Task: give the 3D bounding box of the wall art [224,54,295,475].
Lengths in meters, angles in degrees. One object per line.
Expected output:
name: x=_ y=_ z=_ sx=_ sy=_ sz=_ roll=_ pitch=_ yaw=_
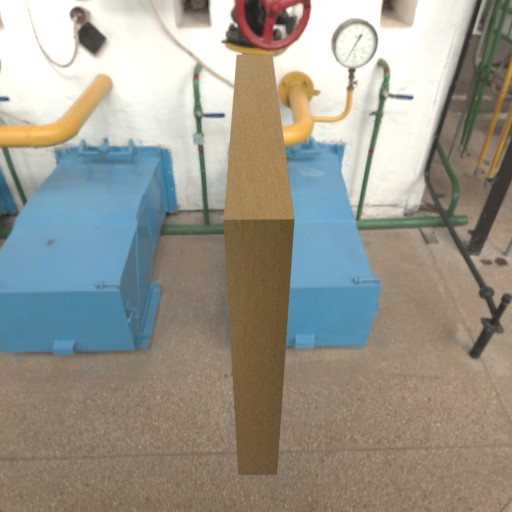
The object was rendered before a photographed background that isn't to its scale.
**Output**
wall art: x=0.000 y=0.000 z=0.453 sx=0.038 sy=0.305 sz=0.304 roll=0 pitch=40 yaw=0
